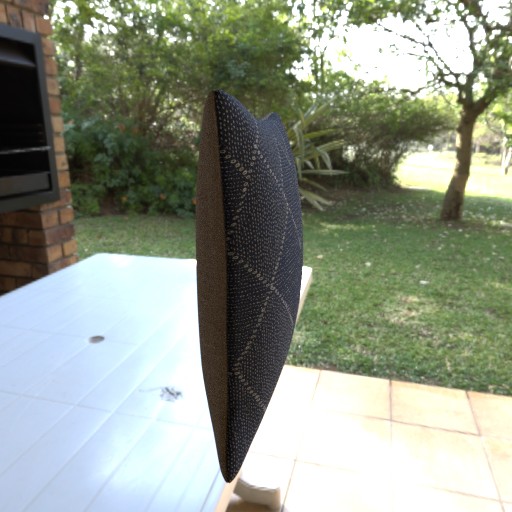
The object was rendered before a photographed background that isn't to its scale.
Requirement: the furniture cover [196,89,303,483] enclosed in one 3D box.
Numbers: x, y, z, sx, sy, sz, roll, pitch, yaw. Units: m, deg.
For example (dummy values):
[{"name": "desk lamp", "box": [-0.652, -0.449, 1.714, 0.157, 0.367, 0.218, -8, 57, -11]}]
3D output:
[{"name": "furniture cover", "box": [0.000, 0.000, 0.774, 0.162, 0.503, 0.511, 3, 16, 9]}]
